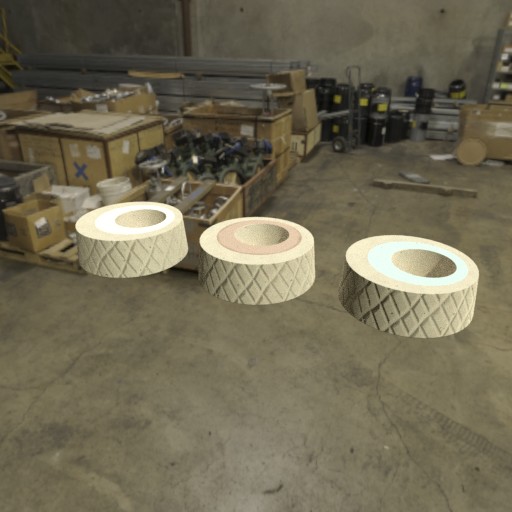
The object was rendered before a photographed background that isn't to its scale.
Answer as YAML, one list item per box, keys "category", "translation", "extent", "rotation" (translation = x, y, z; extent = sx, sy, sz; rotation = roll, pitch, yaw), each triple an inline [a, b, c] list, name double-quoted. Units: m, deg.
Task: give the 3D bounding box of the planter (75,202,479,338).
- category: "planter"
  translation: [0.000, 0.000, 0.425]
  extent: [0.390, 0.038, 0.114]
  rotation: [9, 28, 18]
